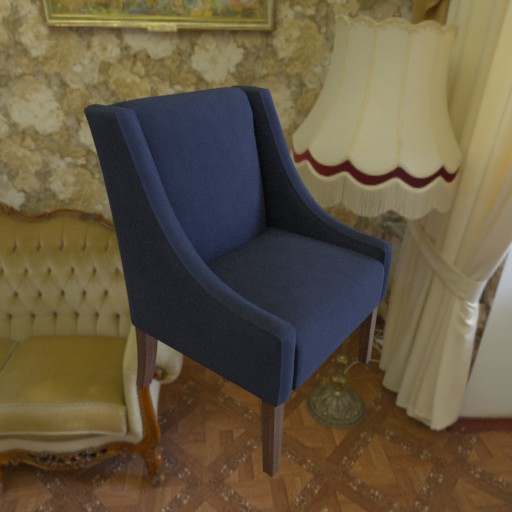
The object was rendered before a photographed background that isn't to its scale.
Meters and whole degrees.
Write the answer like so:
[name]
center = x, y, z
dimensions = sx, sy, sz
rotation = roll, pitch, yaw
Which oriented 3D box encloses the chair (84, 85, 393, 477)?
[chair]
center = 0.000, 0.000, 1.334
dimensions = 0.629, 0.895, 0.629
rotation = 19, 33, 33
